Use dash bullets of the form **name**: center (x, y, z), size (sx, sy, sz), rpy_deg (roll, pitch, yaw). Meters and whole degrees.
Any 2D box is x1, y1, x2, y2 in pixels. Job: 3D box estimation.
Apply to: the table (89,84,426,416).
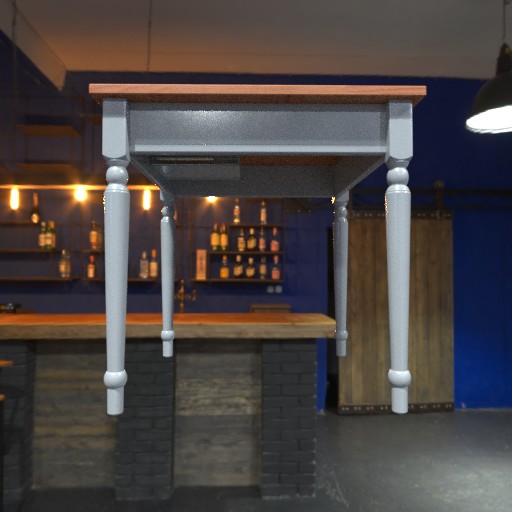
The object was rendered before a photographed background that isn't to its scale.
- **table**: center (0.000, 0.000, 1.344), size (0.747, 0.738, 0.747), rpy_deg (0, -2, -1)
